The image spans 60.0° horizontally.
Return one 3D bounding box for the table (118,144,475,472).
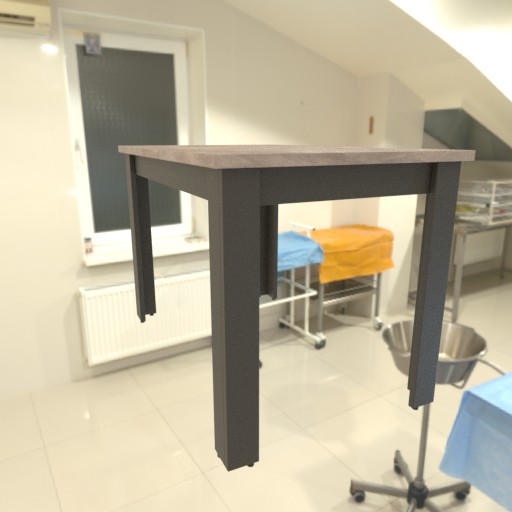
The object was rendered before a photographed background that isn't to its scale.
[{"bbox_3d":[0.000,0.000,1.542,0.700,0.734,1.100,-7,16,-25],"label":"table"}]
